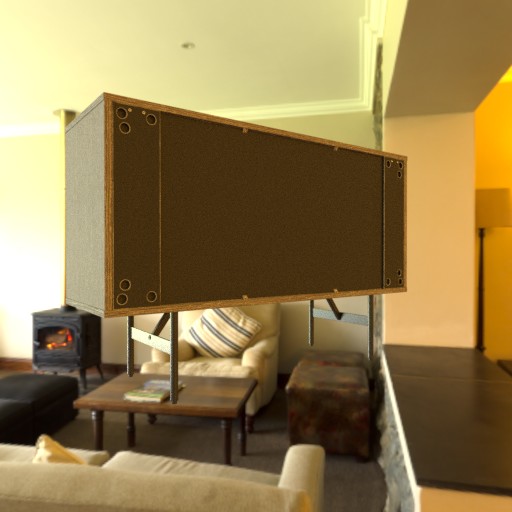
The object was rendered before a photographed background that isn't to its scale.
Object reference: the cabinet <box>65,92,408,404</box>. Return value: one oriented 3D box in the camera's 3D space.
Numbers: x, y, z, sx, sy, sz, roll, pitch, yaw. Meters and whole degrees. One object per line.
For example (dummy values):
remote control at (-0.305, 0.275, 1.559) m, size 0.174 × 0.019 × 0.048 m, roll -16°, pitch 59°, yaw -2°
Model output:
cabinet at (0.000, 0.000, 1.570) m, size 1.194 × 0.787 × 0.405 m, roll 0°, pitch 1°, yaw -36°
